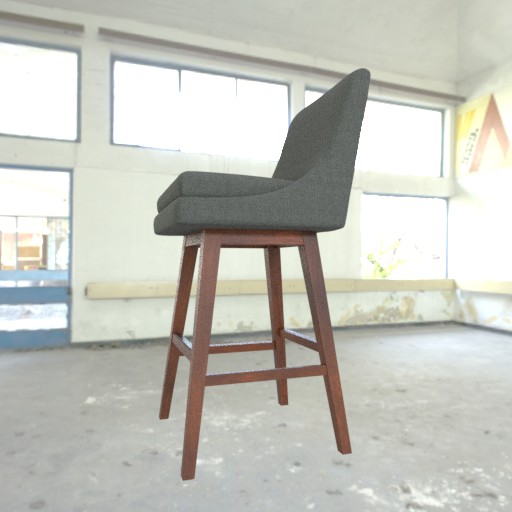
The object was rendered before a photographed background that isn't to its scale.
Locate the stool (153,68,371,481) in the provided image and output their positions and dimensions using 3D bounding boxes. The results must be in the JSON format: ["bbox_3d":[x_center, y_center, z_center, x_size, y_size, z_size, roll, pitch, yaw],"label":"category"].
[{"bbox_3d":[0.000,0.000,1.241,0.524,0.977,0.447,0,-1,-19],"label":"stool"}]
